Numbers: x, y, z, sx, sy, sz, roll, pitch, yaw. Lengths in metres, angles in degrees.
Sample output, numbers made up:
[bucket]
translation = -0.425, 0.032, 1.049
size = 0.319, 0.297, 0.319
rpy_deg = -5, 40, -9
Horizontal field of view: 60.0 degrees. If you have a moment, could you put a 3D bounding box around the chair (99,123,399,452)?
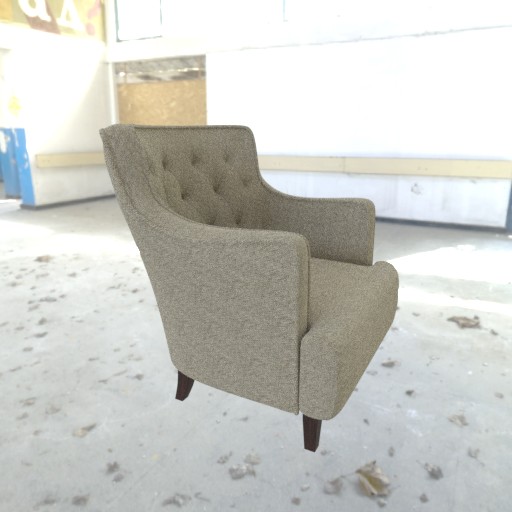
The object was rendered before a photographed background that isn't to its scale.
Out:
[chair]
translation = 0.000, 0.000, 1.628
size = 0.910, 0.920, 0.820
rpy_deg = 8, 18, 27
